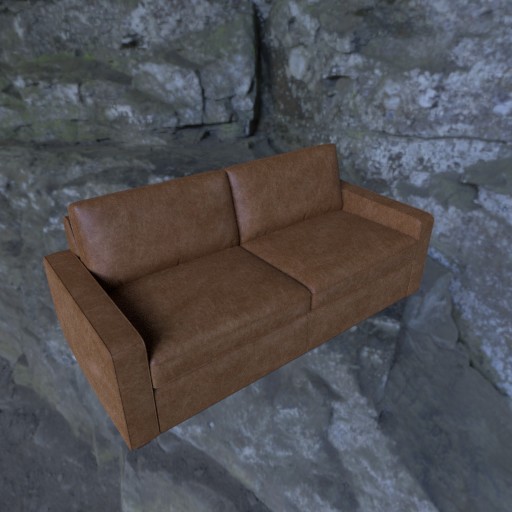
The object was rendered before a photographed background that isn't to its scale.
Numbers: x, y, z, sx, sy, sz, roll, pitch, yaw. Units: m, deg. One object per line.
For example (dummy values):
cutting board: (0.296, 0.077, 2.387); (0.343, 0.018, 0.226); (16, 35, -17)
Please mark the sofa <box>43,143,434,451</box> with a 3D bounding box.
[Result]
sofa: (0.000, 0.000, 2.617); (2.156, 0.928, 0.991); (-21, 36, -32)
